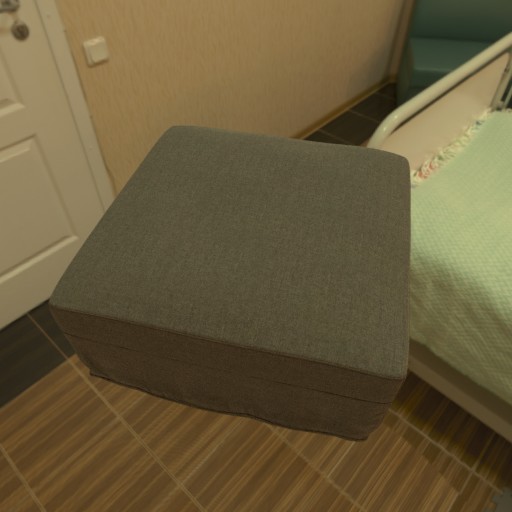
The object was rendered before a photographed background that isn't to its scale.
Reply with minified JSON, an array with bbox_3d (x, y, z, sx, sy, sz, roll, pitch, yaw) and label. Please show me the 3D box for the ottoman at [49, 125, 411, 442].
[{"bbox_3d":[0.000,0.000,1.347,0.843,0.436,0.840,10,47,9],"label":"ottoman"}]
